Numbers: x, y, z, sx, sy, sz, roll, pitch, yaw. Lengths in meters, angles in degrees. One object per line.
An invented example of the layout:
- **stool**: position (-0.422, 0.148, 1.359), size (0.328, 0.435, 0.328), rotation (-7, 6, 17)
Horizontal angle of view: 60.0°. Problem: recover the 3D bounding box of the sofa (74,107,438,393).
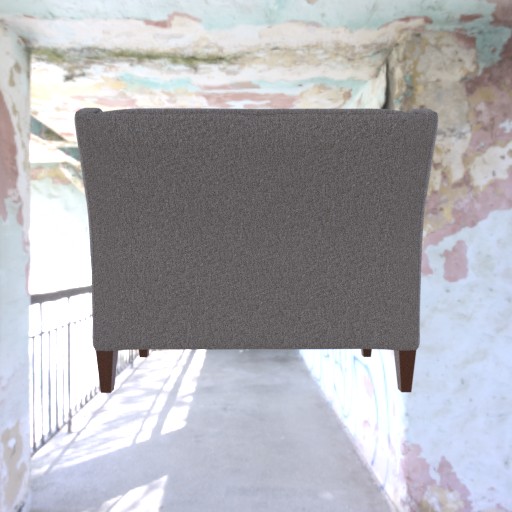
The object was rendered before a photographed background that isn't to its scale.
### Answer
- **sofa**: position (0.000, 0.000, 1.892), size (1.242, 1.026, 0.862), rotation (0, 0, 0)
